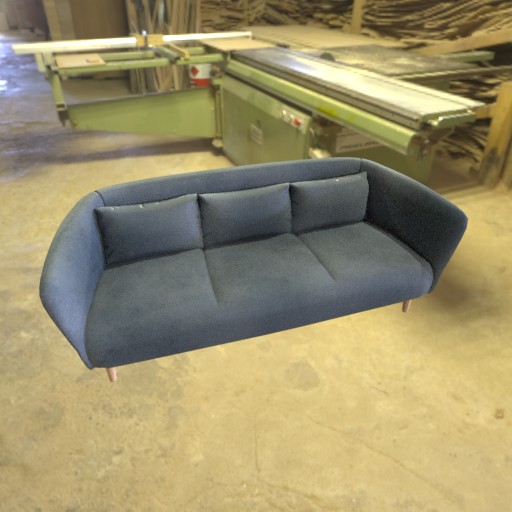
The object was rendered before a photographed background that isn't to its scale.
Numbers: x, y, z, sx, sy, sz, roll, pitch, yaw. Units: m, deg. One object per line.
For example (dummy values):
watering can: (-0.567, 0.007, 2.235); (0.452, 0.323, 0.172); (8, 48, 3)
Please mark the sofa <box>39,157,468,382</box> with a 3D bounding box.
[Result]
sofa: (0.000, 0.000, 2.507); (2.095, 0.795, 0.849); (-10, 33, -16)
